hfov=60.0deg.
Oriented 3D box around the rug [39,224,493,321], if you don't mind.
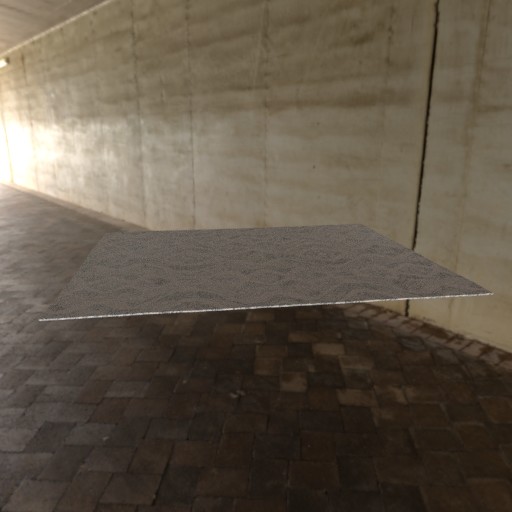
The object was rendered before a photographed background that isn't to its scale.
[{"bbox_3d":[0.000,0.000,4.074,3.054,0.030,2.430,-2,16,-8],"label":"rug"}]
